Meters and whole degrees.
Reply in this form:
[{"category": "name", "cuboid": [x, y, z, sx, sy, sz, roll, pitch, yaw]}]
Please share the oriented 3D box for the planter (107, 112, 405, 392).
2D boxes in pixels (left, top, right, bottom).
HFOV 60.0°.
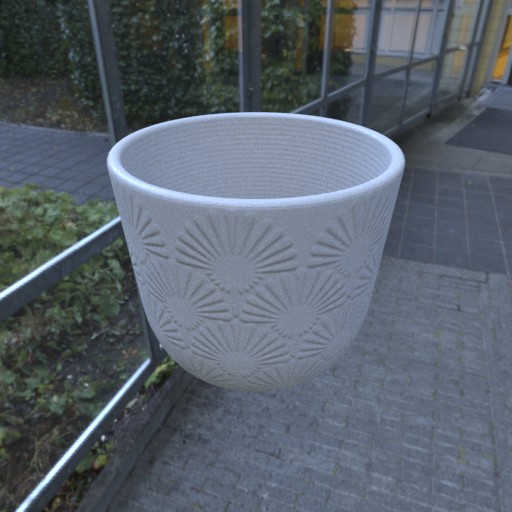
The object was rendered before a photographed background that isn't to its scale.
[{"category": "planter", "cuboid": [0.000, 0.000, 0.300, 0.170, 0.152, 0.170, 0, 31, 0]}]
